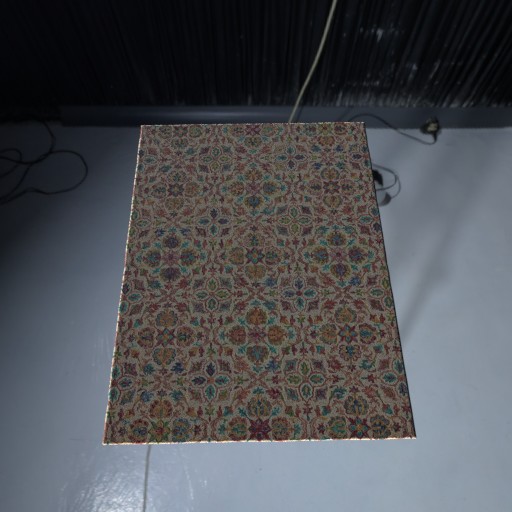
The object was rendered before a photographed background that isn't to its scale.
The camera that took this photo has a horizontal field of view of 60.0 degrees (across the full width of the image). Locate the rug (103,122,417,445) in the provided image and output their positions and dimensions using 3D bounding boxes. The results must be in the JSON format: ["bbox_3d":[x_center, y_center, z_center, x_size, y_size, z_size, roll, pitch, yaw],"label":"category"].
[{"bbox_3d":[0.000,0.000,4.146,2.446,0.020,3.215,-1,64,0],"label":"rug"}]
